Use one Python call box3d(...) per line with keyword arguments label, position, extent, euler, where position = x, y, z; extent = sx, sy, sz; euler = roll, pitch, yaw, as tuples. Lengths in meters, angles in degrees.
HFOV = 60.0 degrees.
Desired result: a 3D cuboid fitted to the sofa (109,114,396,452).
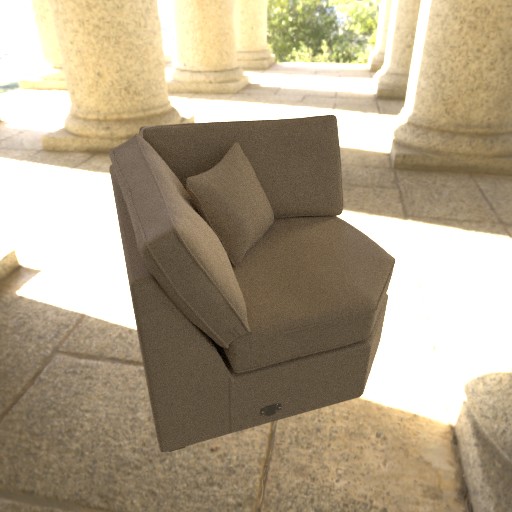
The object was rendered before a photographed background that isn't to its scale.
box3d(label="sofa", position=(0.000, 0.000, 1.830), extent=(1.042, 0.937, 1.050), euler=(-9, 31, -16))
